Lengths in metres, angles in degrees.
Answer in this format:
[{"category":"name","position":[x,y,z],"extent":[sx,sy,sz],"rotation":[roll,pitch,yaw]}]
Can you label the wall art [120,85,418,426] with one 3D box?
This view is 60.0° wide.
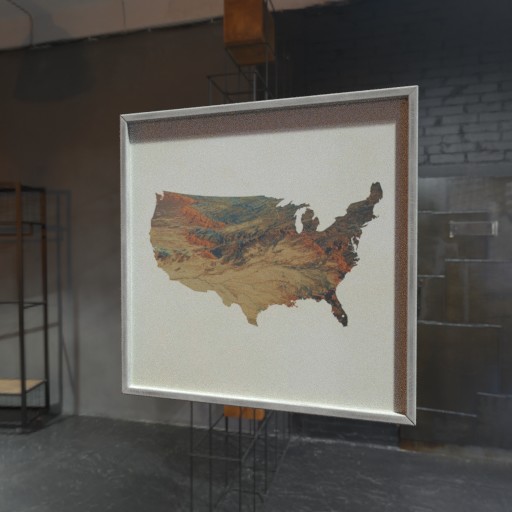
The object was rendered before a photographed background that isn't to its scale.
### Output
[{"category":"wall art","position":[0.000,0.000,0.444],"extent":[0.303,0.303,0.015],"rotation":[0,1,17]}]
